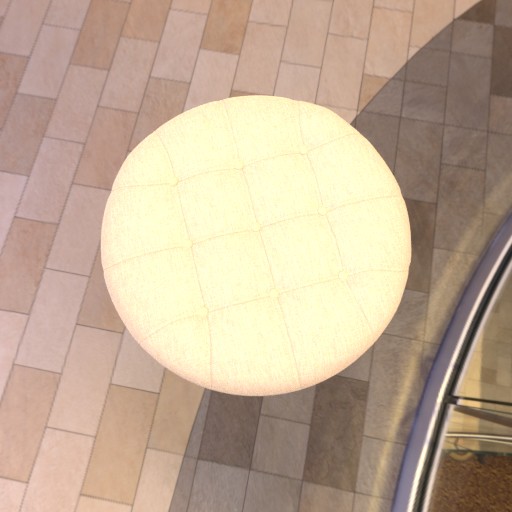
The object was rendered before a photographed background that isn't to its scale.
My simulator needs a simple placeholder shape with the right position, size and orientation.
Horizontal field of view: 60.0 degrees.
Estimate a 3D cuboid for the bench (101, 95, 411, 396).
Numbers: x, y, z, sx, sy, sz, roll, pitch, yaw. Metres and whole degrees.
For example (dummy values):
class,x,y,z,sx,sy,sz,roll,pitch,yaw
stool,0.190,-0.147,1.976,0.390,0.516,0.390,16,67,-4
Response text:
class,x,y,z,sx,sy,sz,roll,pitch,yaw
bench,0.000,0.000,1.014,0.600,0.454,0.600,0,75,0
